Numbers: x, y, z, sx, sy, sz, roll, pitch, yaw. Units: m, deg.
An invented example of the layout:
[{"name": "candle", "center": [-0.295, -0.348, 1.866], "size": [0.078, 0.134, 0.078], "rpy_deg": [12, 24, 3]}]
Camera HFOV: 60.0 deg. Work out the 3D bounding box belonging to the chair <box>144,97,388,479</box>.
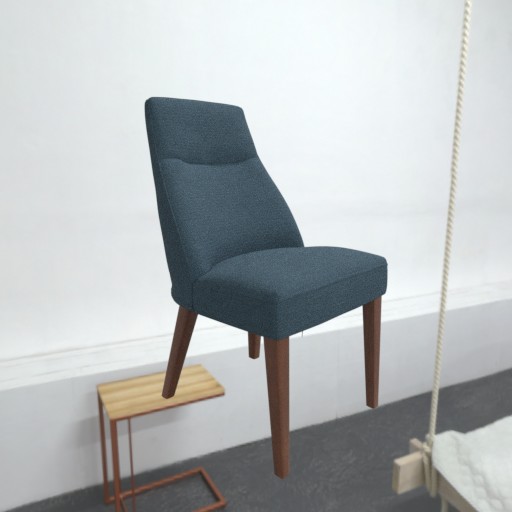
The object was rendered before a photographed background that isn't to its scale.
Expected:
[{"name": "chair", "center": [0.000, 0.000, 1.325], "size": [0.620, 0.930, 0.500], "rpy_deg": [12, 17, 43]}]
